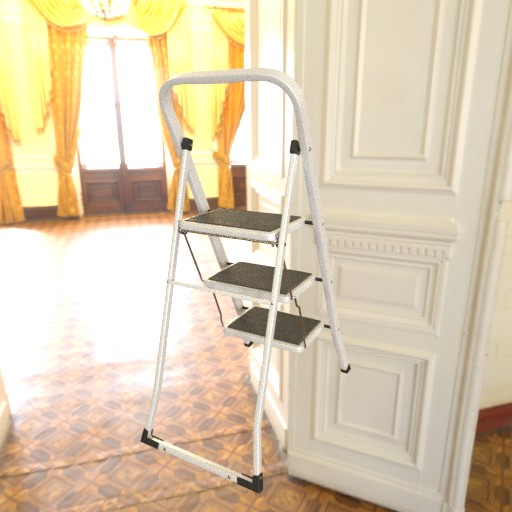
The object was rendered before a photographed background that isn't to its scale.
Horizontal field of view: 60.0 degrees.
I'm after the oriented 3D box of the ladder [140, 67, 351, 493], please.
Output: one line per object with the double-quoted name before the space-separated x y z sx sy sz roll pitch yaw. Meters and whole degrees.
"ladder" 0.000 0.000 1.387 0.460 1.050 0.711 9 19 27
